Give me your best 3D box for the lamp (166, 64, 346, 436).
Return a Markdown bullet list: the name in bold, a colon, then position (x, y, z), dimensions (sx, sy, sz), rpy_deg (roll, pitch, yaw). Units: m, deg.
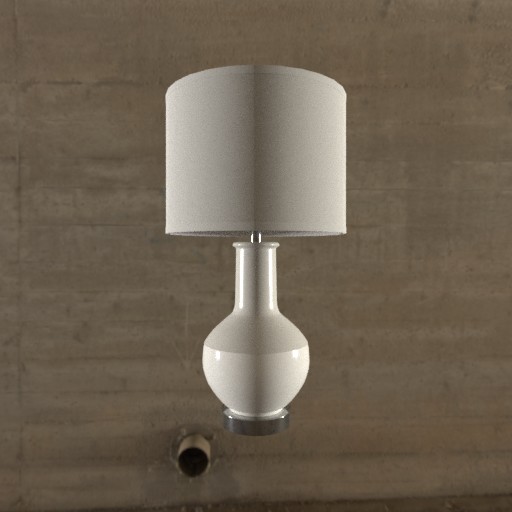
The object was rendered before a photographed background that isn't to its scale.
- **lamp**: position (0.000, 0.000, 0.895), dimensions (0.357, 0.673, 0.357), rpy_deg (-1, 1, -38)
